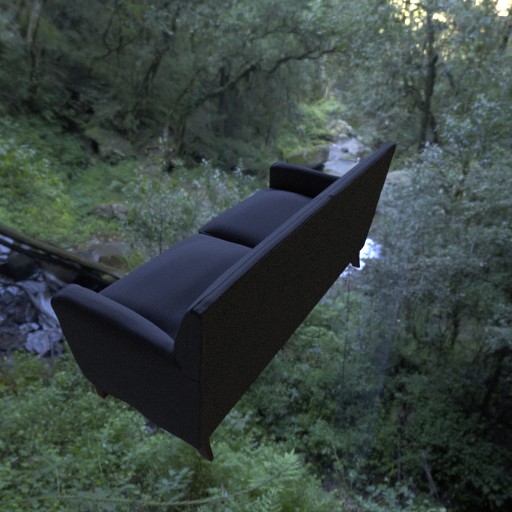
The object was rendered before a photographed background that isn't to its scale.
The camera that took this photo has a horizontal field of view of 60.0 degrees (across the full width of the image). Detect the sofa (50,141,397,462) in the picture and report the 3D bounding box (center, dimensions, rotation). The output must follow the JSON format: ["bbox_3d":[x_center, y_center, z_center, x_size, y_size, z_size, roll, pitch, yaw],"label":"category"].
[{"bbox_3d":[0.000,0.000,2.442,0.843,0.907,2.002,18,35,26],"label":"sofa"}]
